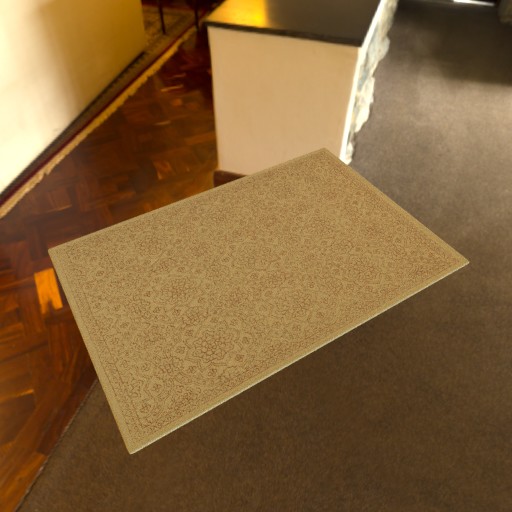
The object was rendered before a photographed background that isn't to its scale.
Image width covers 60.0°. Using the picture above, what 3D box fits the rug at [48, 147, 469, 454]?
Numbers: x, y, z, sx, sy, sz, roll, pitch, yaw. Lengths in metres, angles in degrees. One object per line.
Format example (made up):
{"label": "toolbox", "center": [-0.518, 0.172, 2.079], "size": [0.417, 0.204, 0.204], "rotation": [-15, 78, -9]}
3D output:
{"label": "rug", "center": [0.000, 0.000, 2.303], "size": [1.829, 0.010, 1.219], "rotation": [-24, 52, -21]}
